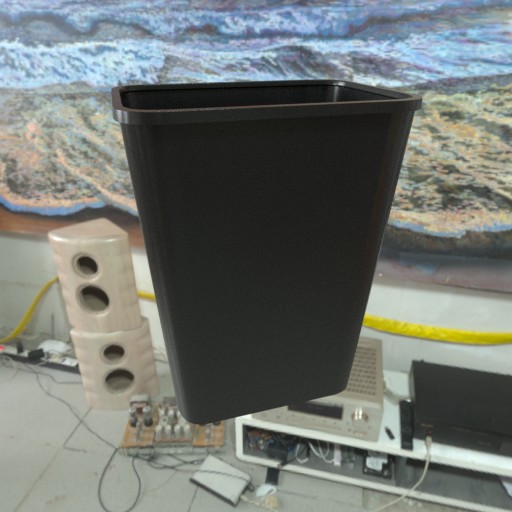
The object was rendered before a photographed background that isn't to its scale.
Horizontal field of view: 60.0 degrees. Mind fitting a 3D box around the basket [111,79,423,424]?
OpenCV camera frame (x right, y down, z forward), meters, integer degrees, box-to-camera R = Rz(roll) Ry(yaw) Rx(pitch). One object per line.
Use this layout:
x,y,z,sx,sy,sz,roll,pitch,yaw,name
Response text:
0.000,0.000,0.742,0.394,0.521,0.287,-8,28,-15,basket
